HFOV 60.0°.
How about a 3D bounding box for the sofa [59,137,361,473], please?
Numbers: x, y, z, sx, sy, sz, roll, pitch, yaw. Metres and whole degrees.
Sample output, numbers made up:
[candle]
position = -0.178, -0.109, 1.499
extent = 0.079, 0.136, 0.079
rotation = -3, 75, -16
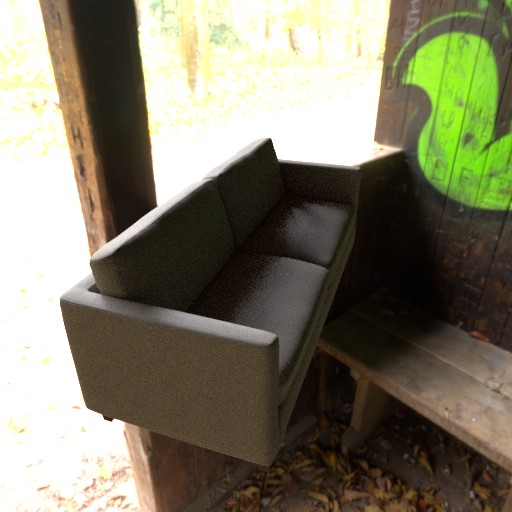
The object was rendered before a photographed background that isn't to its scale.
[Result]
[sofa]
position = 0.000, 0.000, 2.672
extent = 0.956, 0.963, 2.208
rotation = 10, 30, 17
